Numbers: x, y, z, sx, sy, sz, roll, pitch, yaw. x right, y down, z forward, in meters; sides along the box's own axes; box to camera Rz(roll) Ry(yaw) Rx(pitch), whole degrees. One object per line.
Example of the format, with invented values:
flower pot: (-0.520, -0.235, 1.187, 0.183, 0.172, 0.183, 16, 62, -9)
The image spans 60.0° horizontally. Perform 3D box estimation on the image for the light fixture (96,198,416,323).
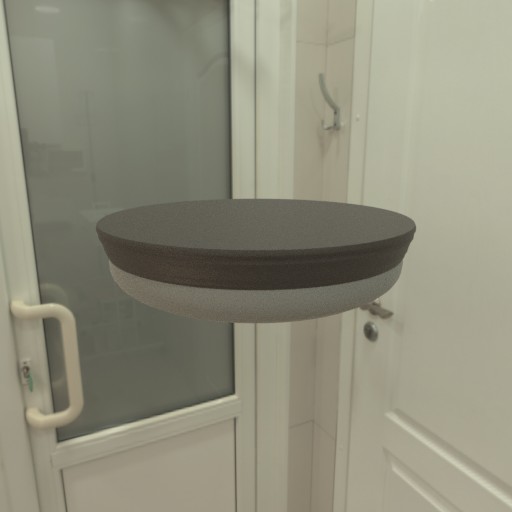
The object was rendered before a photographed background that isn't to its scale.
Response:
light fixture: (0.000, 0.000, 0.550, 0.368, 0.100, 0.368, 0, 14, 0)
